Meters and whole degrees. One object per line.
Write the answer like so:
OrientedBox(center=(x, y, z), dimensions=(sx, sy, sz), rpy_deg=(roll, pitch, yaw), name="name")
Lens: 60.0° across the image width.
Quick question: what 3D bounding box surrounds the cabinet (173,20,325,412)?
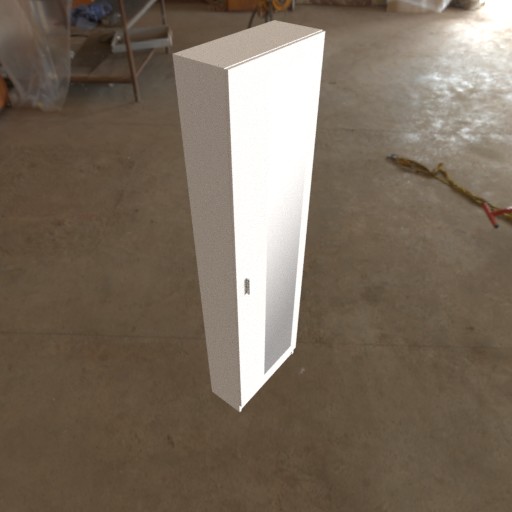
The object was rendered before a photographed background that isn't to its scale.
OrientedBox(center=(0.000, 0.000, 1.985), dimensions=(0.230, 1.790, 0.500), rpy_deg=(28, 48, 28), name="cabinet")
